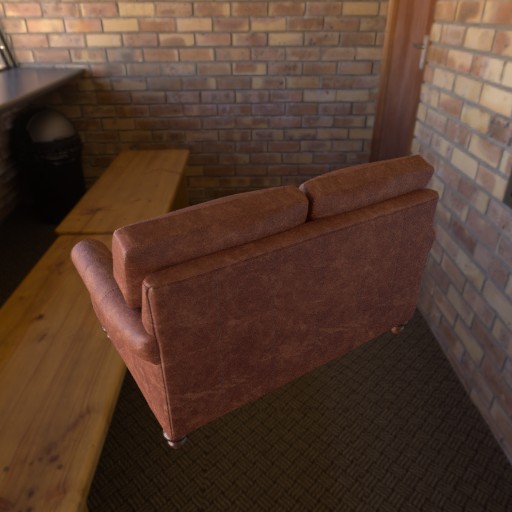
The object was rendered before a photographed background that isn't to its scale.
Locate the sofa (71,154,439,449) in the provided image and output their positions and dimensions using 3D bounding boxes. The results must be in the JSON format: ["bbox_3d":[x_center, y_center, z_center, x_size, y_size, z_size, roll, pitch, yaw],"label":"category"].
[{"bbox_3d":[0.000,0.000,2.219,1.616,0.967,0.990,-18,34,-29],"label":"sofa"}]
